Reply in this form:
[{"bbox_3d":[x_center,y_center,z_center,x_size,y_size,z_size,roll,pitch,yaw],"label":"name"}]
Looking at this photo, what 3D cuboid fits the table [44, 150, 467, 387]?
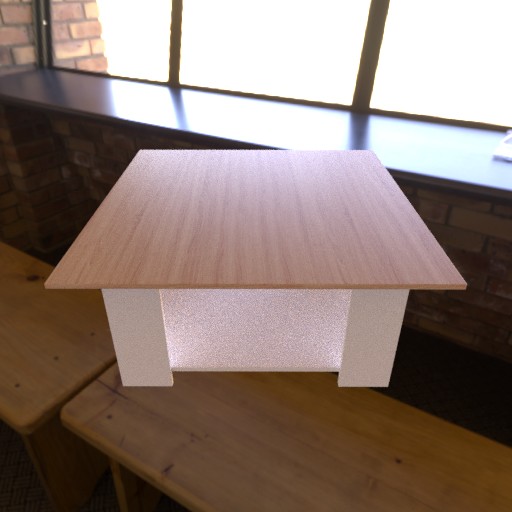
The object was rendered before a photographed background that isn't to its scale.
[{"bbox_3d":[0.000,0.000,1.066,0.670,0.305,0.670,0,31,0],"label":"table"}]
